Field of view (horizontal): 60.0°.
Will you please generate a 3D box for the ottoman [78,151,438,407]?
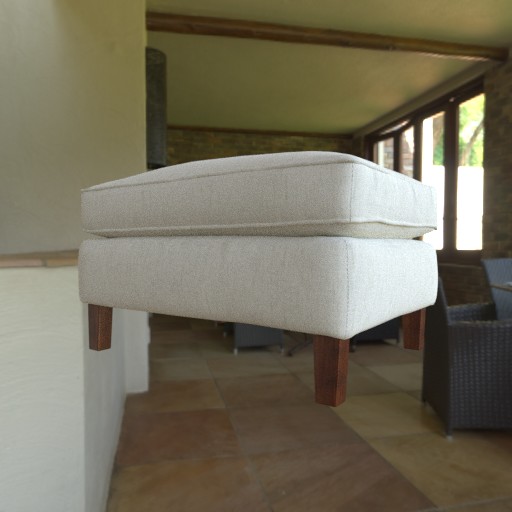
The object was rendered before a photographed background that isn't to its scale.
[{"bbox_3d":[0.000,0.000,0.968,0.665,0.406,0.501,1,2,36],"label":"ottoman"}]
